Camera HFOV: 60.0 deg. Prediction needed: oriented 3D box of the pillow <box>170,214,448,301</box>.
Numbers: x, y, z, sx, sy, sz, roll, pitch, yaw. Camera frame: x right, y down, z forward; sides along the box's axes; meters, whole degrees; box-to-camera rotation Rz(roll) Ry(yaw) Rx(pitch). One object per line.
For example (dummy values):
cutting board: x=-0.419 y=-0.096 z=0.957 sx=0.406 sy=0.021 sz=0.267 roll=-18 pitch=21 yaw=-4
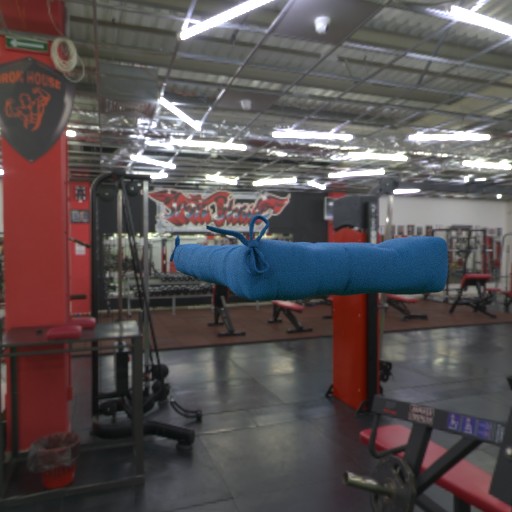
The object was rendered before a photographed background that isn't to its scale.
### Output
pillow: x=0.000 y=0.000 z=1.380 sx=0.511 sy=0.174 sz=1.194 roll=0 pitch=1 yaw=-17
